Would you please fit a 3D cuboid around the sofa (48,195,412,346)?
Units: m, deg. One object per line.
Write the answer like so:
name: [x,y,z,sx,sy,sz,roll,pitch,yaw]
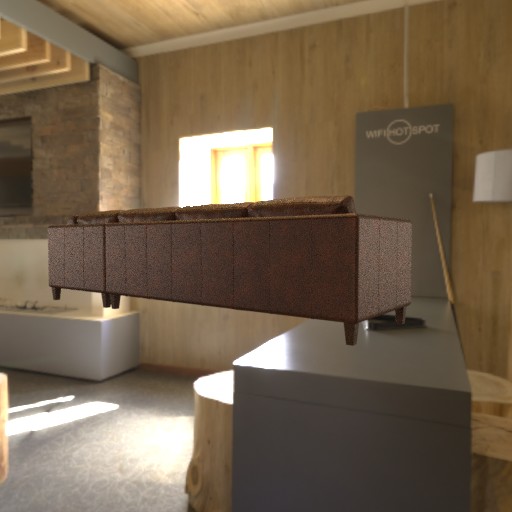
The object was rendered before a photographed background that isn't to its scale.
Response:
sofa: [0.000,0.000,4.228,3.152,0.836,2.438,1,2,37]
